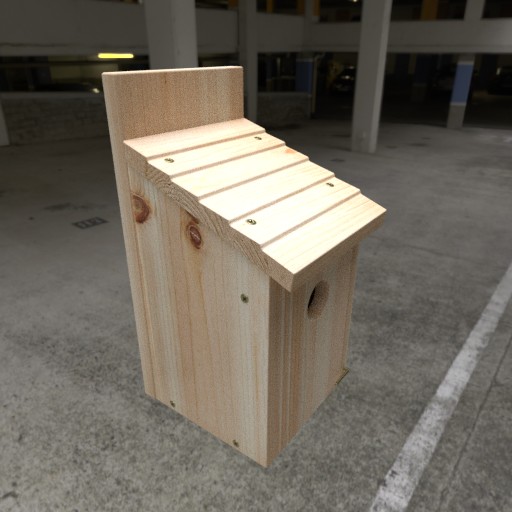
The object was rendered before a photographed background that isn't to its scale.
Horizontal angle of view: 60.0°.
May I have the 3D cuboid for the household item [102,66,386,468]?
[{"bbox_3d":[0.000,0.000,0.391,0.171,0.300,0.149,18,30,33],"label":"household item"}]
